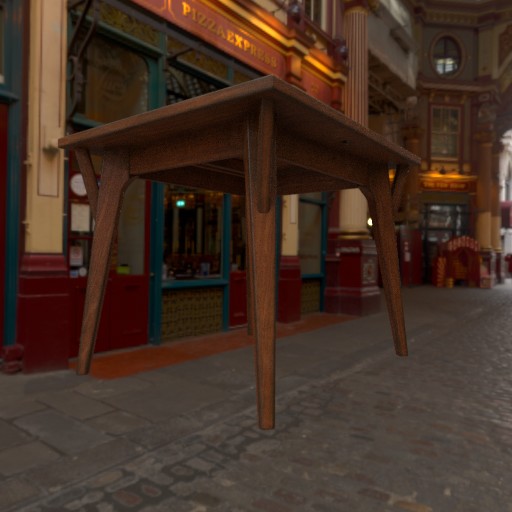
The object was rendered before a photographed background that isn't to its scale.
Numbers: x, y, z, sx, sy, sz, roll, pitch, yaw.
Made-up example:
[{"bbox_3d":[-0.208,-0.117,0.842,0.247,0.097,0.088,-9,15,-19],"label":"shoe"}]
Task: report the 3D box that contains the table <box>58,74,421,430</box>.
[{"bbox_3d":[0.000,0.000,1.558,0.838,0.761,0.991,0,0,37],"label":"table"}]
